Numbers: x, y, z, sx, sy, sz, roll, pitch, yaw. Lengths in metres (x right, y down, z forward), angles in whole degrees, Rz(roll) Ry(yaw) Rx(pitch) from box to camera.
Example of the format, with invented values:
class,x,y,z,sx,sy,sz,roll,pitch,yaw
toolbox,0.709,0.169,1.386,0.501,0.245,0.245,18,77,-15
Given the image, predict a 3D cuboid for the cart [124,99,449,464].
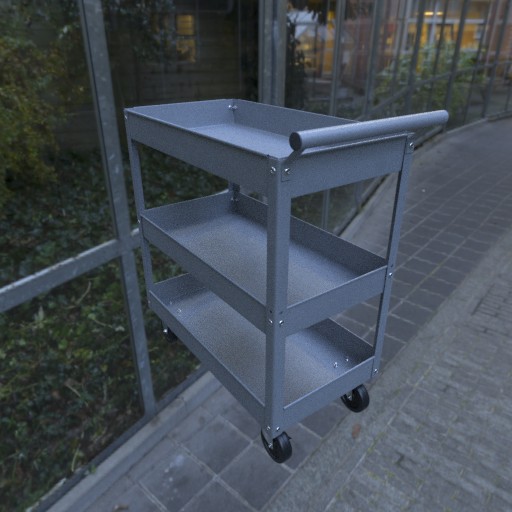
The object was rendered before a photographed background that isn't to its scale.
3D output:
class,x,y,z,sx,sy,sz,roll,pitch,yaw
cart,0.000,0.000,1.155,0.366,0.780,0.719,-18,31,-32
